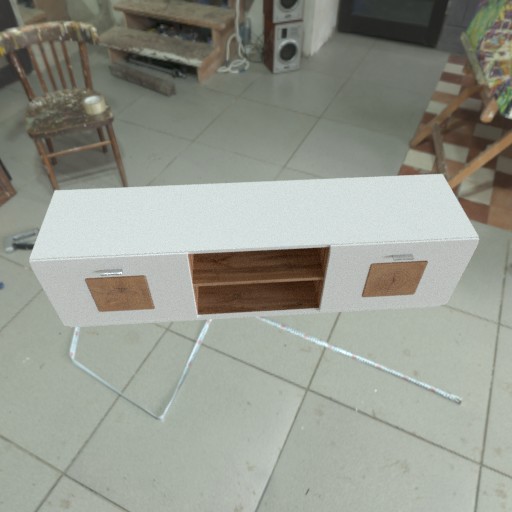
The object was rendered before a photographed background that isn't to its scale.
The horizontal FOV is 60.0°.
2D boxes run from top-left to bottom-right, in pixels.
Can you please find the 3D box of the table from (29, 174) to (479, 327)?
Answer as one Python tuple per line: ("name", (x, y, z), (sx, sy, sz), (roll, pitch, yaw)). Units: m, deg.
("table", (0.000, 0.000, 1.796), (1.550, 0.440, 0.400), (-3, 48, -3))
